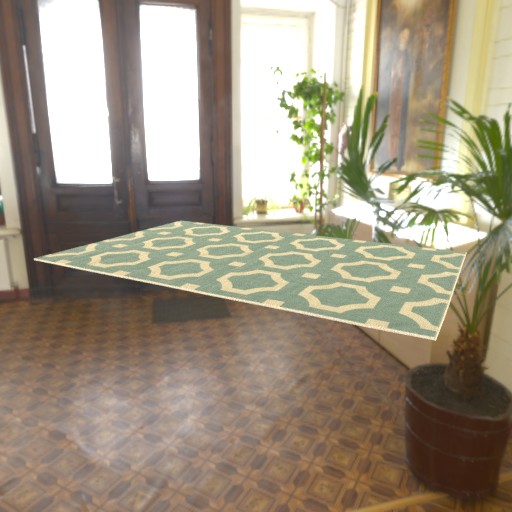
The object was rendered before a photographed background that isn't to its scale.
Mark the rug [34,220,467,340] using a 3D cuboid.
[{"bbox_3d":[0.000,0.000,2.940,2.443,0.015,1.528,8,17,28],"label":"rug"}]
